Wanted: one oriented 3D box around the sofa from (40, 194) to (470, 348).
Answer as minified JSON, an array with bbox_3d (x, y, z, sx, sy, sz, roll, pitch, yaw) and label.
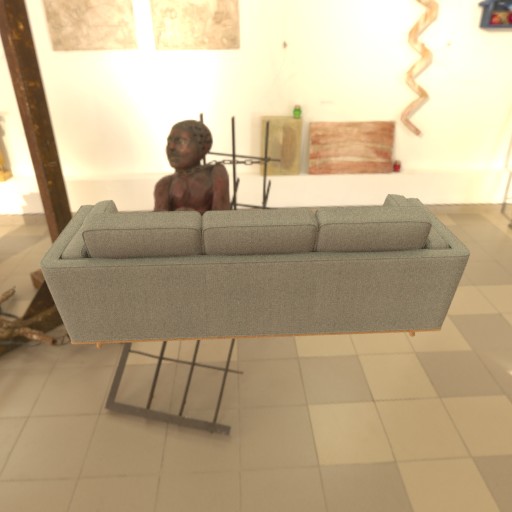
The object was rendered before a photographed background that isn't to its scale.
[{"bbox_3d":[0.000,0.000,2.860,2.362,0.899,0.903,-2,29,-3],"label":"sofa"}]
